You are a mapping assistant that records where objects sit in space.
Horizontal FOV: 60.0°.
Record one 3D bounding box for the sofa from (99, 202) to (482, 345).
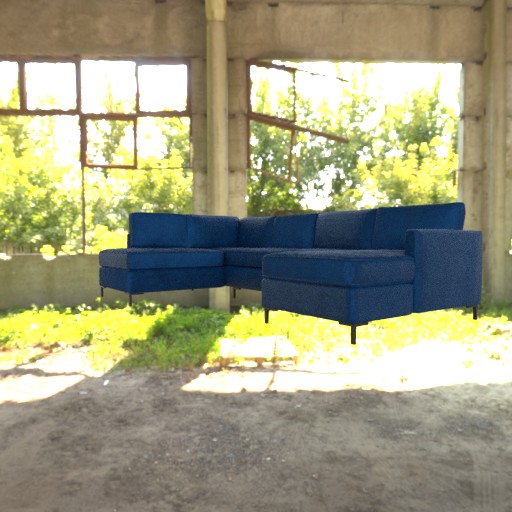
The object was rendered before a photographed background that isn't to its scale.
[{"bbox_3d":[0.000,0.000,4.348,2.055,0.992,3.434,-1,2,-36],"label":"sofa"}]
